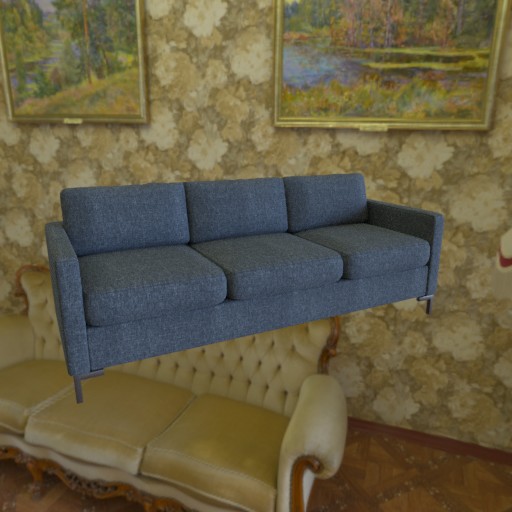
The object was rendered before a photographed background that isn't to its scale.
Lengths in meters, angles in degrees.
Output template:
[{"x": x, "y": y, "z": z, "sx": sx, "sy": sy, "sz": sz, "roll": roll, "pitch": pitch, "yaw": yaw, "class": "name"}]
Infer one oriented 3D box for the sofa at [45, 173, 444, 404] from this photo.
[{"x": 0.000, "y": 0.000, "z": 2.647, "sx": 2.218, "sy": 0.874, "sz": 0.859, "roll": -8, "pitch": 18, "yaw": -26, "class": "sofa"}]
